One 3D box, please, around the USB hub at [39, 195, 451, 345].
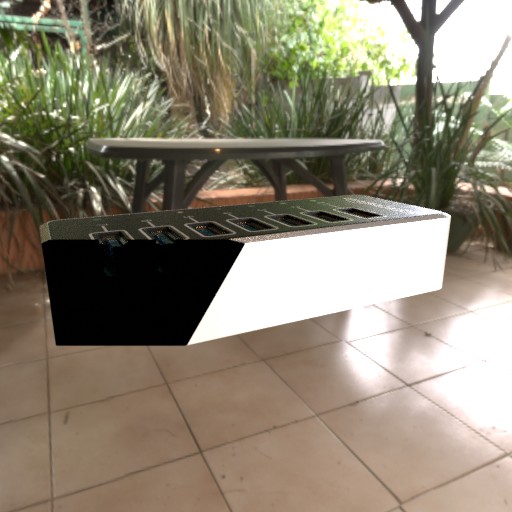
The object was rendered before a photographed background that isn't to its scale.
[{"bbox_3d":[0.000,0.000,0.128,0.110,0.023,0.044,-8,18,-25],"label":"USB hub"}]
